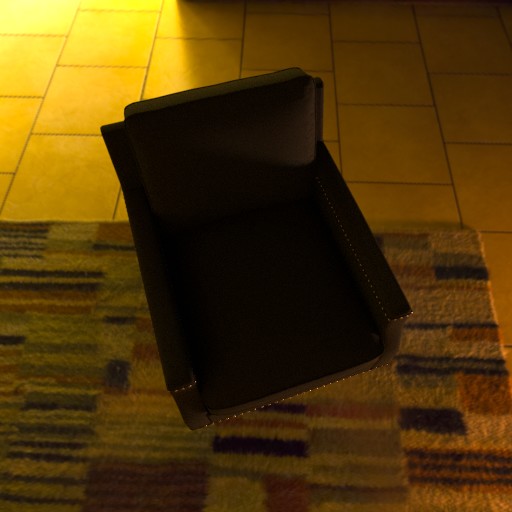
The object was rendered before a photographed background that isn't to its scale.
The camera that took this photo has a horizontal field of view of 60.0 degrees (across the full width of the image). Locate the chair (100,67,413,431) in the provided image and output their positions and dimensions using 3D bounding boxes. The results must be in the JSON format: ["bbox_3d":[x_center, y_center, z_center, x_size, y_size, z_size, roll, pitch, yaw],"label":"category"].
[{"bbox_3d":[0.000,0.000,1.695,0.853,0.943,1.014,-16,62,-9],"label":"chair"}]
